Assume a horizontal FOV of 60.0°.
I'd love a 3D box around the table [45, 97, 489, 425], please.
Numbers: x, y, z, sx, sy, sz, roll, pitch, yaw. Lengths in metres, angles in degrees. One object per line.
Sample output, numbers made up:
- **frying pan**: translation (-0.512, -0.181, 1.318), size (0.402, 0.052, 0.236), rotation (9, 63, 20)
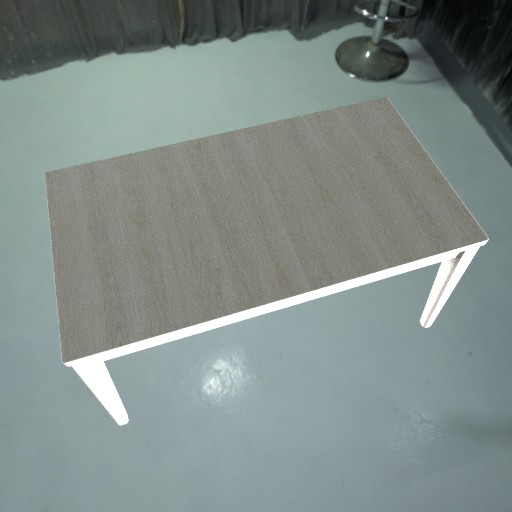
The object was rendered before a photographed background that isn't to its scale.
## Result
- **table**: translation (0.000, 0.000, 2.041), size (1.600, 0.760, 0.900), rotation (-15, 59, -9)
